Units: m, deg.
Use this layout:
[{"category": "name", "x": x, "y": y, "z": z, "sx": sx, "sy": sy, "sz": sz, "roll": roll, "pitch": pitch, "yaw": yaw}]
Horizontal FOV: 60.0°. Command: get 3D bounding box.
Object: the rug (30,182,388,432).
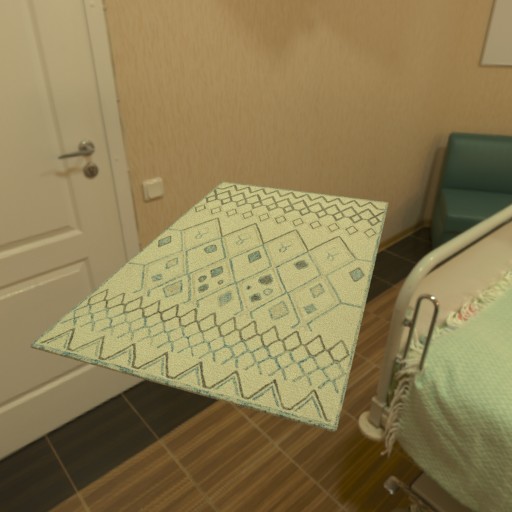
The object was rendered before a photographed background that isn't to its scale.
[{"category": "rug", "x": 0.000, "y": 0.000, "z": 2.972, "sx": 1.524, "sy": 0.015, "sz": 2.439, "roll": 10, "pitch": 31, "yaw": 17}]
